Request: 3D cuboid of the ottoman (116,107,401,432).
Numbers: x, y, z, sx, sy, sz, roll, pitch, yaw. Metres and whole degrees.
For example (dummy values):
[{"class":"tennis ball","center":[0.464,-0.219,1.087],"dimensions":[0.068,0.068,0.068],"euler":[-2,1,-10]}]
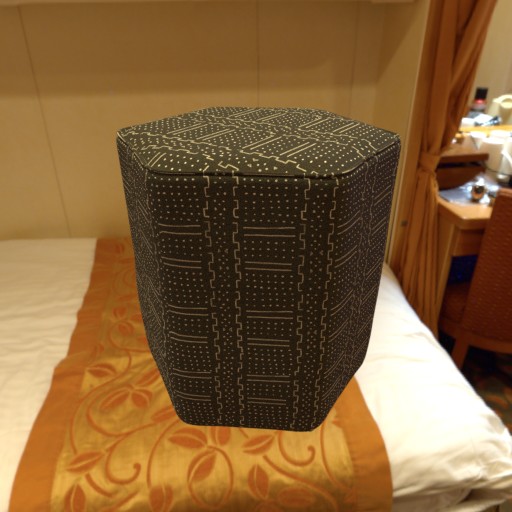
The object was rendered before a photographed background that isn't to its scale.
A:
[{"class":"ottoman","center":[0.000,0.000,0.873],"dimensions":[0.443,0.502,0.494],"euler":[18,34,30]}]
